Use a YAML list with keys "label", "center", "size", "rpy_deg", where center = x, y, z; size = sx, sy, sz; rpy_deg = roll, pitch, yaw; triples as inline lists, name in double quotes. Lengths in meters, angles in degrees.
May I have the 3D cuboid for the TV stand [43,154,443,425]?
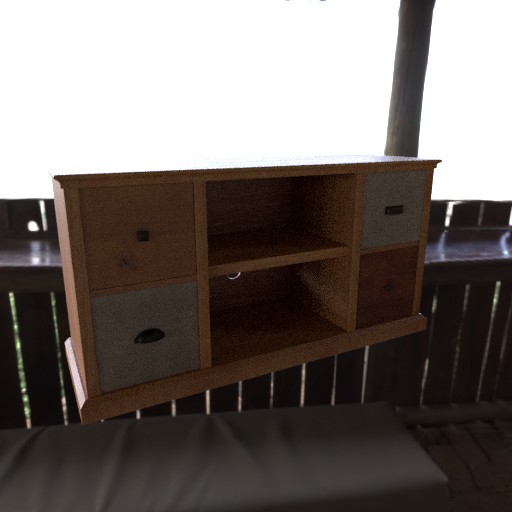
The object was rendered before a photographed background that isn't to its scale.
- label: "TV stand"
  center: [0.000, 0.000, 1.449]
  size: [1.181, 0.607, 0.417]
  rpy_deg: [-8, 18, -27]
